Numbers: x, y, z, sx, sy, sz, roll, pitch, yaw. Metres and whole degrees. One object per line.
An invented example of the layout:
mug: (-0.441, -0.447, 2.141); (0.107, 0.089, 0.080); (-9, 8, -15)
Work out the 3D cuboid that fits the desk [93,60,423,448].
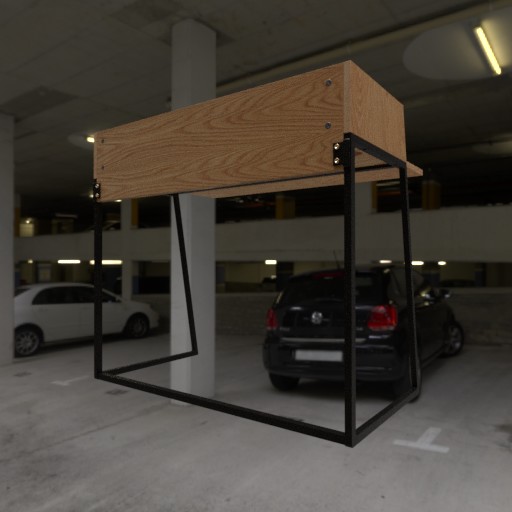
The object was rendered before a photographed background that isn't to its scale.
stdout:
desk: (0.000, 0.000, 1.860); (1.191, 1.061, 0.769); (0, -1, 36)
